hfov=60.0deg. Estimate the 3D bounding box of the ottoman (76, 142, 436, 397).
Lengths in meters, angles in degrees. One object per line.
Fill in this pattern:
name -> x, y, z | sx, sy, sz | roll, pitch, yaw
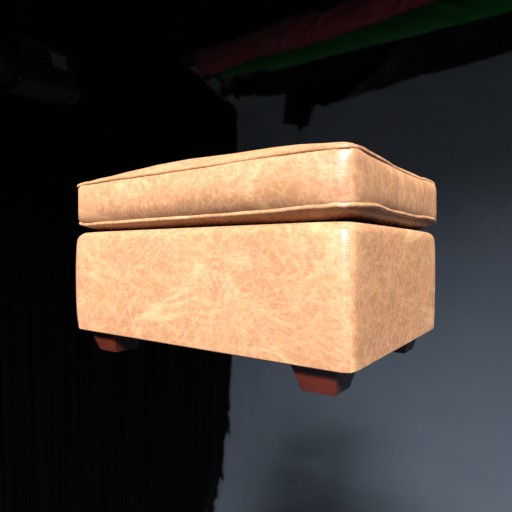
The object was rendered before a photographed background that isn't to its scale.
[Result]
ottoman -> 0.000, 0.000, 1.112 | 0.756, 0.468, 0.554 | 0, 0, 35
